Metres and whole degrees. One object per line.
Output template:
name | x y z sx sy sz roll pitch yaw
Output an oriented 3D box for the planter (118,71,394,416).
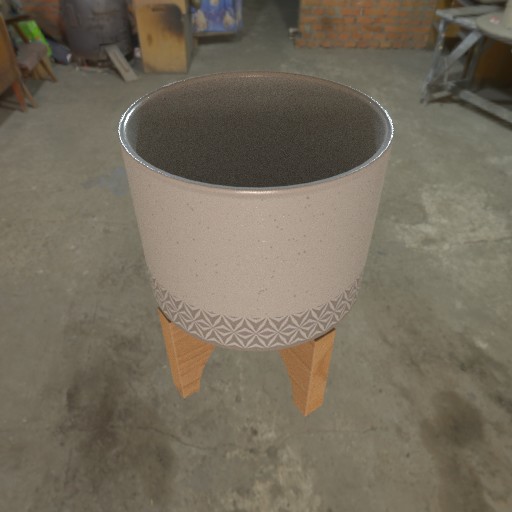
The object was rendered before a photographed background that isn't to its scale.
planter | 0.000 0.000 0.271 0.130 0.178 0.130 0 41 0
